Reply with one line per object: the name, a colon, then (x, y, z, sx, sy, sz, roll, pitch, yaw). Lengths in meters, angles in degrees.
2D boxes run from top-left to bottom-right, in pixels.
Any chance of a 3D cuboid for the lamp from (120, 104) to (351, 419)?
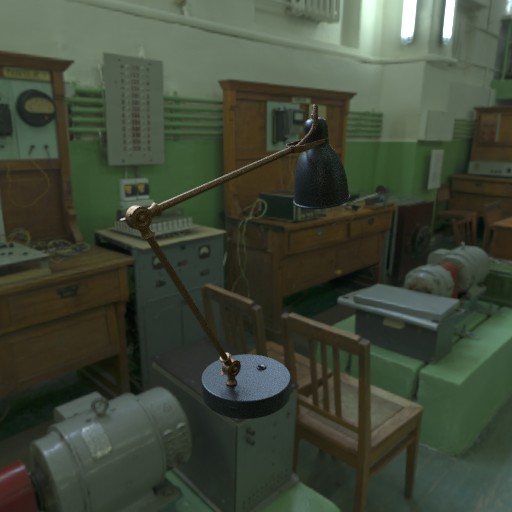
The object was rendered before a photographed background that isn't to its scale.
lamp: (0.000, 0.000, 0.883, 0.187, 0.587, 0.561, 14, 21, 42)
